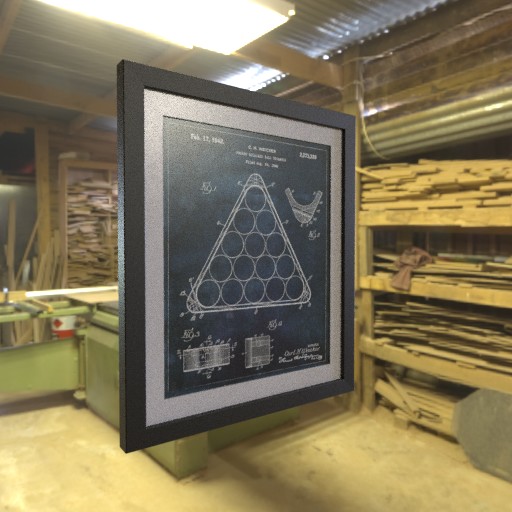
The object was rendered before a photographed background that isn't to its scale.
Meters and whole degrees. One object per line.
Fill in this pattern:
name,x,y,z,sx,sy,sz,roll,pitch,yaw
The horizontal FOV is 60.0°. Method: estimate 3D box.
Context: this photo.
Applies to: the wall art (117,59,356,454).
wall art,0.000,0.000,0.705,0.432,0.508,0.025,-1,2,-35
